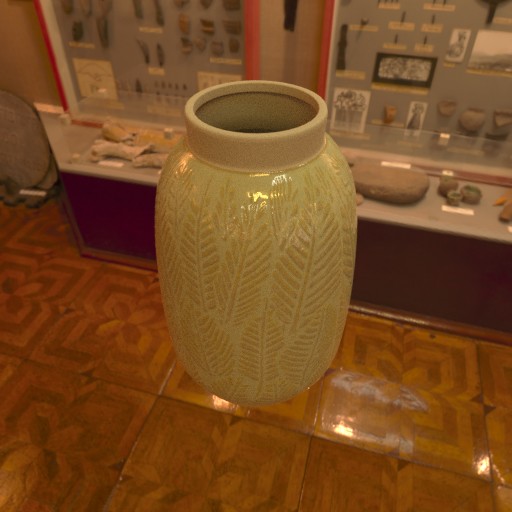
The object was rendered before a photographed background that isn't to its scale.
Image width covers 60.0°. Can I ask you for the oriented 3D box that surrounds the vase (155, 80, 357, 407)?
[{"bbox_3d":[0.000,0.000,0.387,0.172,0.270,0.172,0,41,0],"label":"vase"}]
